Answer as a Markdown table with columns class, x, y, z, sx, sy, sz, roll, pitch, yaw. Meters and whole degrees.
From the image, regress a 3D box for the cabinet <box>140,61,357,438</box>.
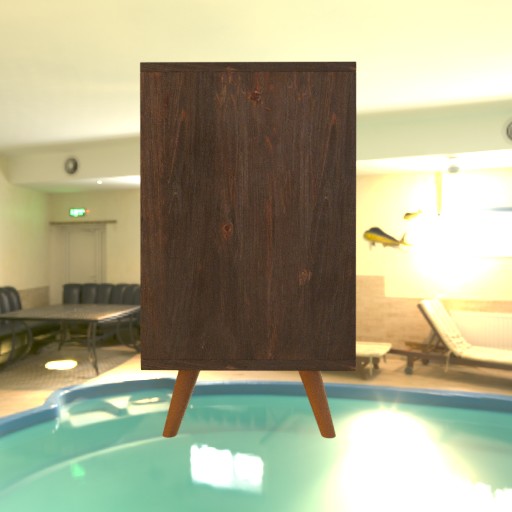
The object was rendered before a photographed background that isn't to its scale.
| class | x | y | z | sx | sy | sz | roll | pitch | yaw |
| --- | --- | --- | --- | --- | --- | --- | --- | --- | --- |
| cabinet | 0.000 | 0.000 | 1.528 | 0.529 | 0.897 | 1.023 | 0 | 0 | 0 |
